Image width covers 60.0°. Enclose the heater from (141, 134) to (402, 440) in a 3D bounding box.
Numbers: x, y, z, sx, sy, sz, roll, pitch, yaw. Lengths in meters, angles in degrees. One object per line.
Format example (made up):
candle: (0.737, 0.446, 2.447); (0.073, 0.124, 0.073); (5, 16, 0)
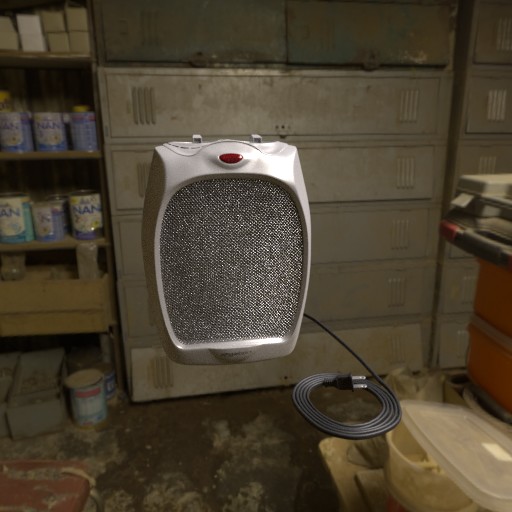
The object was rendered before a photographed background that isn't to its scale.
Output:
heater: (0.000, 0.000, 0.458); (0.239, 0.240, 0.291); (-3, 17, -8)
